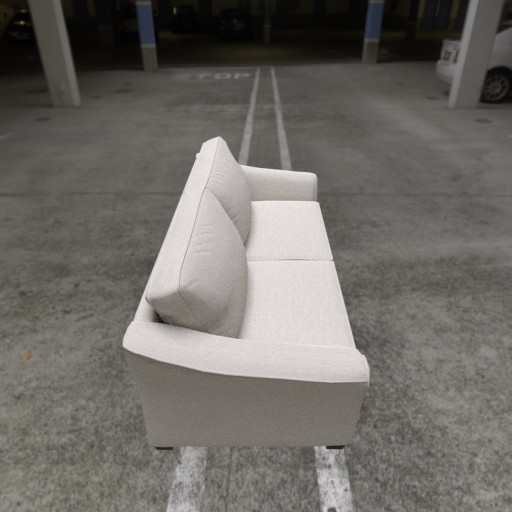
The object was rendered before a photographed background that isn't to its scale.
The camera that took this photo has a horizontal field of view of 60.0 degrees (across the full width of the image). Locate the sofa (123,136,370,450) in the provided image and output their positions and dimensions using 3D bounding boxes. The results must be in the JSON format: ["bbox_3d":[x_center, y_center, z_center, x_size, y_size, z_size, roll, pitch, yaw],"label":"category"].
[{"bbox_3d":[0.000,0.000,2.730,0.980,0.965,2.270,0,31,1],"label":"sofa"}]
